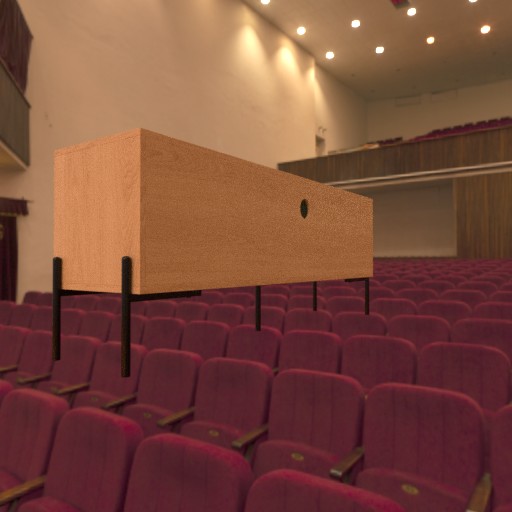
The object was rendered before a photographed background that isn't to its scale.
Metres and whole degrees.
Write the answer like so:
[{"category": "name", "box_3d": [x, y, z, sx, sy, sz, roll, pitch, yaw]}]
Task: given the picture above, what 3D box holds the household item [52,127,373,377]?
[{"category": "household item", "box_3d": [0.000, 0.000, 1.790, 0.400, 0.600, 1.550, -1, -1, 36]}]
